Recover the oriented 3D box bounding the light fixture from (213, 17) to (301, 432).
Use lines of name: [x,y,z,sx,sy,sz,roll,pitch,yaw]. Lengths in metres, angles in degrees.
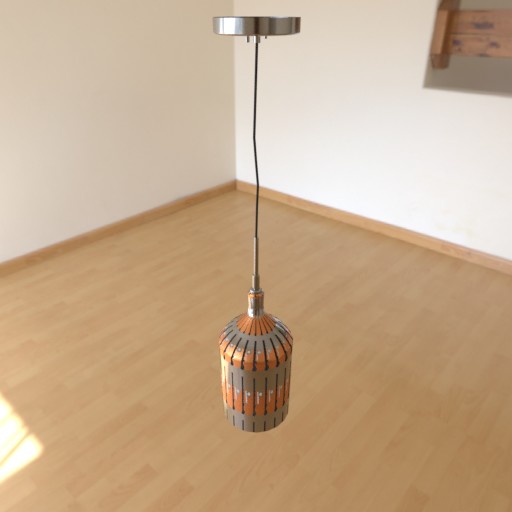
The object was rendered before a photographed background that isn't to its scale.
light fixture: [0.000,0.000,1.618,0.303,1.535,0.303,0,29,0]
